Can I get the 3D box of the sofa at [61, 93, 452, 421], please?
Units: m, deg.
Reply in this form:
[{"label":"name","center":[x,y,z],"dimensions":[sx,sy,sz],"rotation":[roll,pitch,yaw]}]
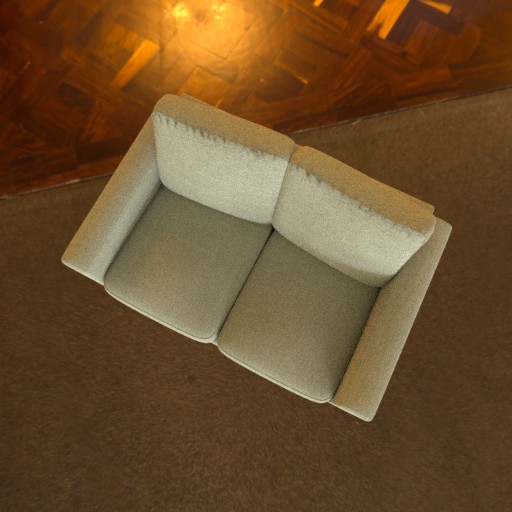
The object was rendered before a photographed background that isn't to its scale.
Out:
[{"label":"sofa","center":[0.000,0.000,2.005],"dimensions":[1.420,0.873,0.917],"rotation":[26,77,6]}]
